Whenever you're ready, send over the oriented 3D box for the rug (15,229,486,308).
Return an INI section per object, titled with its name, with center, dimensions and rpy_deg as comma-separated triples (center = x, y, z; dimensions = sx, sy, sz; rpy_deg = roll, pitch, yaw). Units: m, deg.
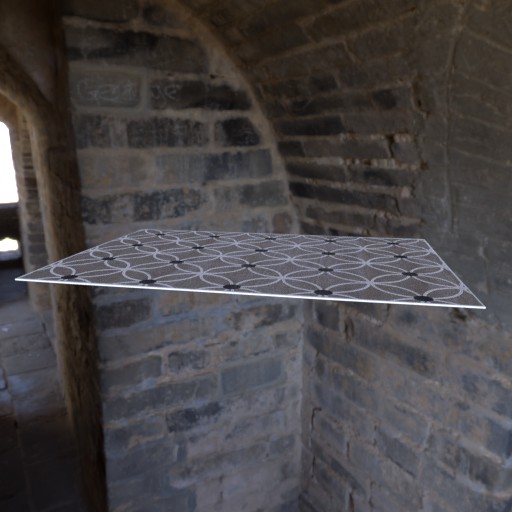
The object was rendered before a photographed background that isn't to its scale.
[rug]
center = 0.000, 0.000, 2.816
dimensions = 2.284, 0.008, 1.522
rpy_deg = 3, 14, 11
